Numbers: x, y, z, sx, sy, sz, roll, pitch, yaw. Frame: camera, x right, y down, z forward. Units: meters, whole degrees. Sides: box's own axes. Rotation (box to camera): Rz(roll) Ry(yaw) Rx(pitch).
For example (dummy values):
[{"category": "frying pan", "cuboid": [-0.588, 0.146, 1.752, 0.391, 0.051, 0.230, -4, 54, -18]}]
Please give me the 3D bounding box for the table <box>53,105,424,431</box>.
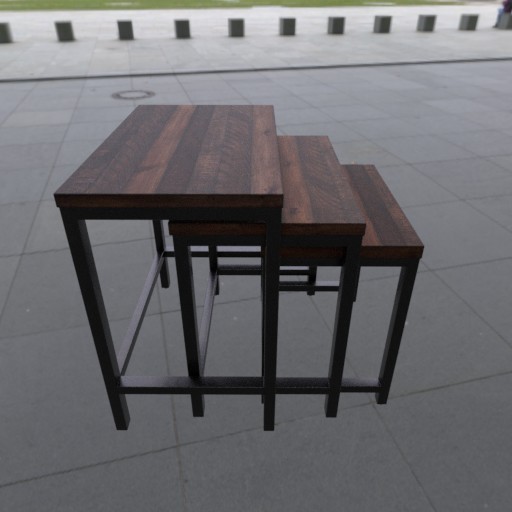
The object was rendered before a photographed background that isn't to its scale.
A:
[{"category": "table", "cuboid": [0.000, 0.000, 1.142, 0.660, 0.616, 0.608, 0, 32, 0]}]
